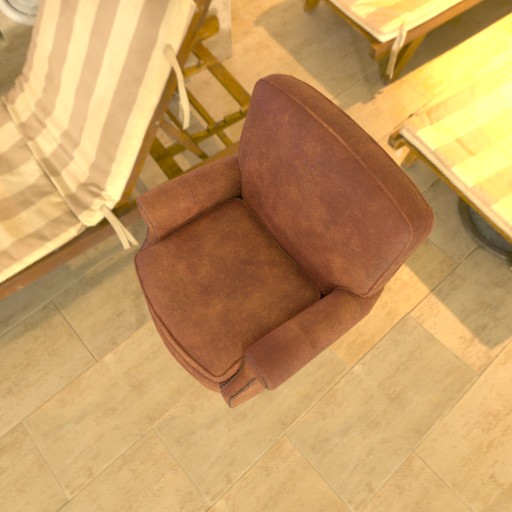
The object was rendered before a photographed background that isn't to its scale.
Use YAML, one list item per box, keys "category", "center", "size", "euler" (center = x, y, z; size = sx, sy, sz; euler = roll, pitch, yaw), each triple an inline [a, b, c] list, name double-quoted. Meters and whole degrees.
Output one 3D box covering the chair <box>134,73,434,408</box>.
- category: "chair"
  center: [0.000, 0.000, 1.792]
  size: [0.986, 1.018, 0.936]
  euler: [-33, 69, -15]
